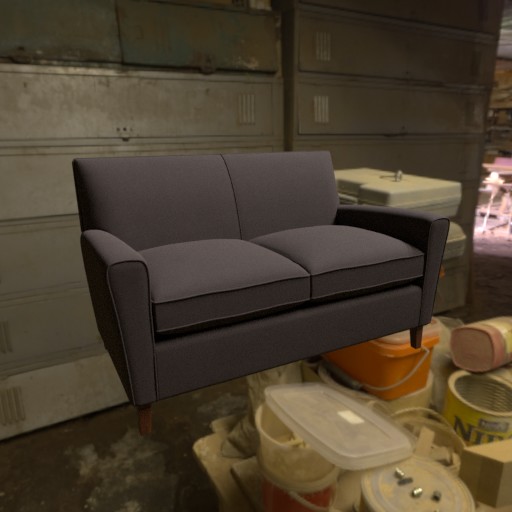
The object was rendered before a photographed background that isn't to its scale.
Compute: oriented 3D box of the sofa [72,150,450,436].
[{"bbox_3d":[0.000,0.000,1.967,1.420,0.846,0.871,-9,18,-27],"label":"sofa"}]
